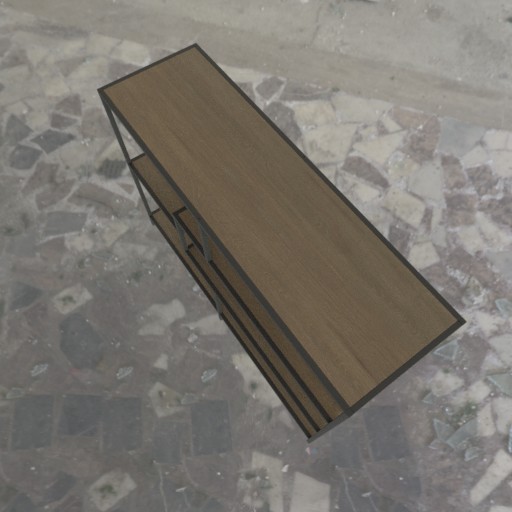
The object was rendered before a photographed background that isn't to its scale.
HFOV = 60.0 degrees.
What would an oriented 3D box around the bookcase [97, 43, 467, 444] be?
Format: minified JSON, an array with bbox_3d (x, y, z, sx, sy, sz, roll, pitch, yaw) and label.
[{"bbox_3d":[0.000,0.000,1.506,0.350,0.780,1.140,-33,68,-15],"label":"bookcase"}]
